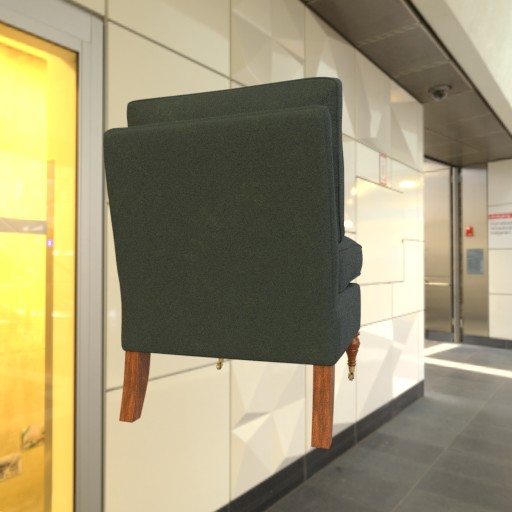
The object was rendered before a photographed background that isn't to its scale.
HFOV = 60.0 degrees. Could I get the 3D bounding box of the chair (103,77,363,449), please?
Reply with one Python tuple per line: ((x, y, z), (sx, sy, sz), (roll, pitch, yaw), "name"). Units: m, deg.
((0.000, 0.000, 1.652), (0.724, 1.052, 0.912), (0, -1, 19), "chair")
